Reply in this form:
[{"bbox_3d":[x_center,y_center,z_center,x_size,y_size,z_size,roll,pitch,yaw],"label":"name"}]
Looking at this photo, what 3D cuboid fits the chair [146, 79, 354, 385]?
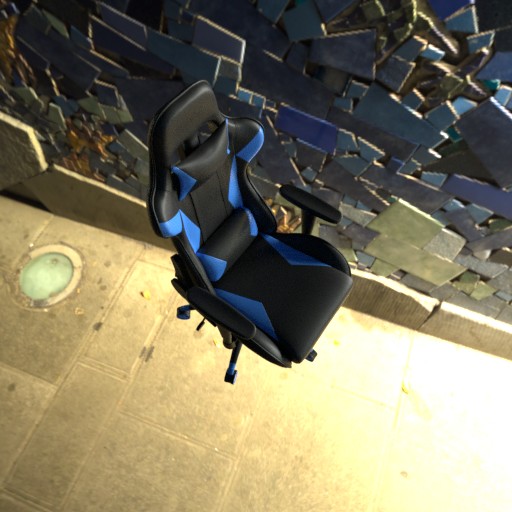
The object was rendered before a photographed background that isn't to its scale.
[{"bbox_3d":[0.000,0.000,1.749,0.730,1.282,0.695,31,63,18],"label":"chair"}]
